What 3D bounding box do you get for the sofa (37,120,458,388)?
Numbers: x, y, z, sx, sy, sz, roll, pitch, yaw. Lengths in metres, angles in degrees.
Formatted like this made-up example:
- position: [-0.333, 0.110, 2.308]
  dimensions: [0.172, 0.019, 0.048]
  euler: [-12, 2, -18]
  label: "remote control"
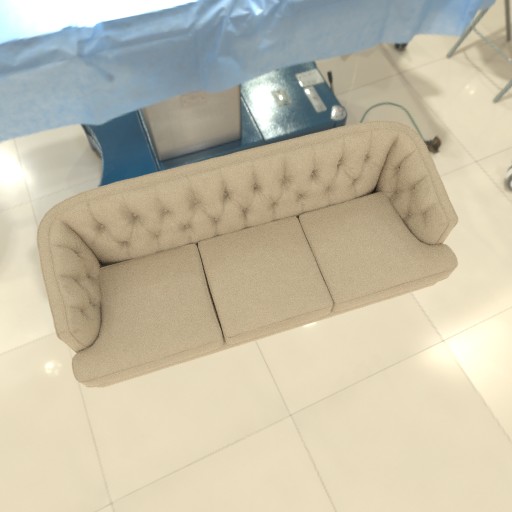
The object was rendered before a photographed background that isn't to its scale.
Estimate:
- position: [0.000, 0.000, 2.696]
  dimensions: [2.278, 0.855, 0.941]
  euler: [-16, 64, -8]
  label: "sofa"
